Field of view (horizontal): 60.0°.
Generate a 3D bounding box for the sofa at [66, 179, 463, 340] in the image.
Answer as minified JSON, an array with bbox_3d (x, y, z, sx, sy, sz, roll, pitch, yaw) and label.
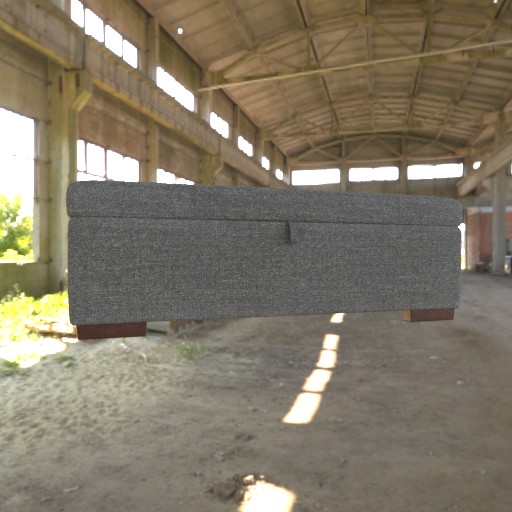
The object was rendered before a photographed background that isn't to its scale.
[{"bbox_3d":[0.000,0.000,1.611,1.198,0.417,0.782,0,0,-18],"label":"sofa"}]
